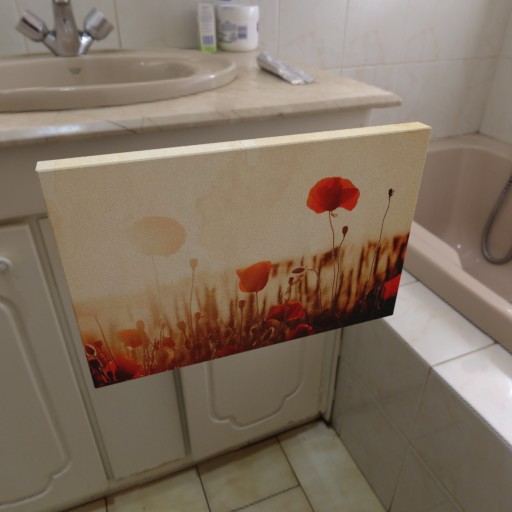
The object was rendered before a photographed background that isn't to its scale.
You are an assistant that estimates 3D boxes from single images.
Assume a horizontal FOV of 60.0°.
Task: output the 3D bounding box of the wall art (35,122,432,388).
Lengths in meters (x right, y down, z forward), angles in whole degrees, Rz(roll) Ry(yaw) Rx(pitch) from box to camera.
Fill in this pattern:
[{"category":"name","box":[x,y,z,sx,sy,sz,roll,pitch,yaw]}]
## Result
[{"category":"wall art","box":[0.000,0.000,0.775,0.613,0.402,0.040,-10,33,-16]}]
